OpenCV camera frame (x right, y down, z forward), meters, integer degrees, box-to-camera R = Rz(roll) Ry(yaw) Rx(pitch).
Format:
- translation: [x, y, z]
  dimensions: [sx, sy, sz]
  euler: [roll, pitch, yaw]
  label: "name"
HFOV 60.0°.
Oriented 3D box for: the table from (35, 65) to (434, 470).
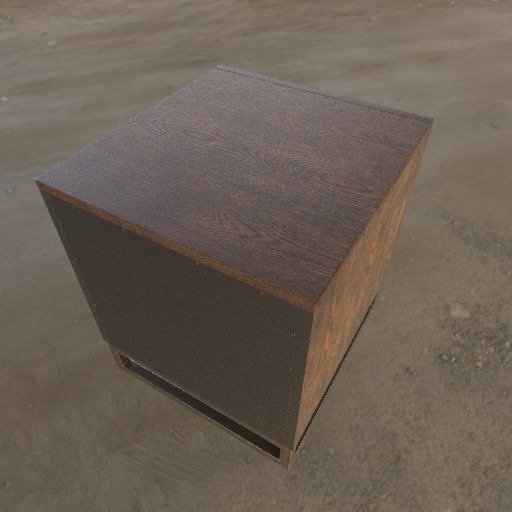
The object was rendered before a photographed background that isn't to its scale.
- translation: [0.000, 0.000, 1.009]
  dimensions: [0.506, 0.582, 0.566]
  euler: [23, 50, 21]
  label: "table"
